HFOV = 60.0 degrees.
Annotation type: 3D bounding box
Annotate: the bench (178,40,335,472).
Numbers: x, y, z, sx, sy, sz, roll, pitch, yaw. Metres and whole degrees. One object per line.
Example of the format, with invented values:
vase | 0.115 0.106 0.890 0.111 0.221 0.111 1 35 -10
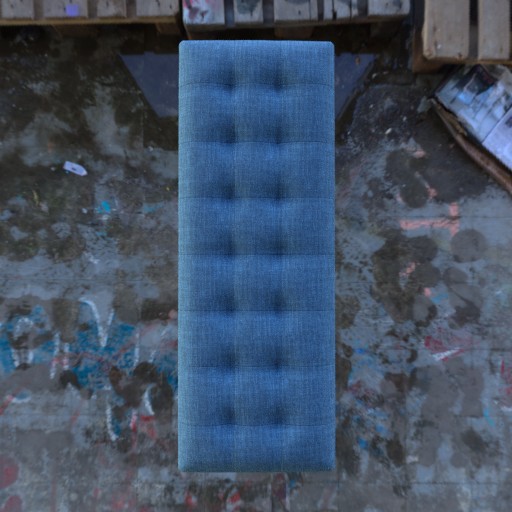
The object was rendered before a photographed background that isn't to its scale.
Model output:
bench | 0.000 0.000 1.315 0.406 0.432 1.118 0 89 -1
